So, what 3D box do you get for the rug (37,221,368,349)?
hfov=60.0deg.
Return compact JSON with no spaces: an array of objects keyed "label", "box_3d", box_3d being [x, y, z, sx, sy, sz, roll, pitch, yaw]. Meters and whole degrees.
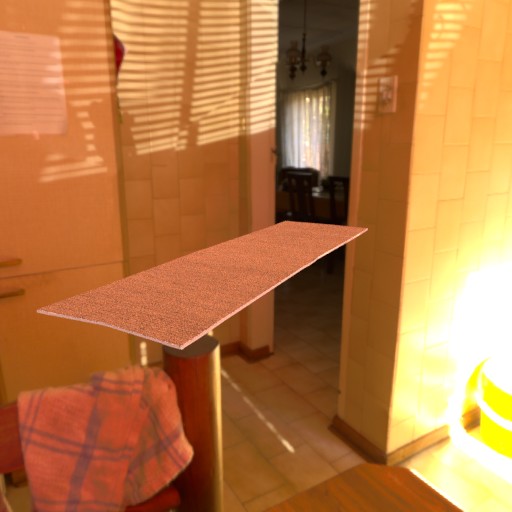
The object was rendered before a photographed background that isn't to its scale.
[{"label":"rug","box_3d":[0.000,0.000,2.556,0.692,0.032,2.320,8,16,28]}]
